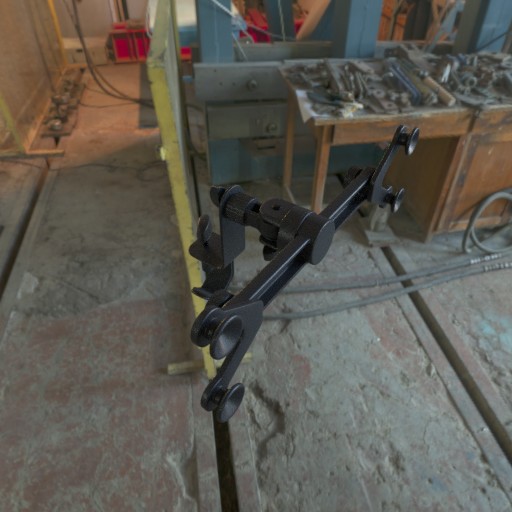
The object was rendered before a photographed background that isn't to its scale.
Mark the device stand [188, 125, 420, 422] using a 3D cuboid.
[{"bbox_3d":[0.000,0.000,0.363,0.142,0.166,0.270,25,46,26],"label":"device stand"}]
